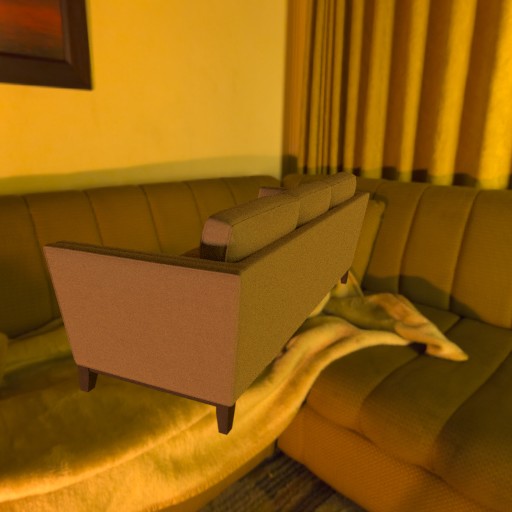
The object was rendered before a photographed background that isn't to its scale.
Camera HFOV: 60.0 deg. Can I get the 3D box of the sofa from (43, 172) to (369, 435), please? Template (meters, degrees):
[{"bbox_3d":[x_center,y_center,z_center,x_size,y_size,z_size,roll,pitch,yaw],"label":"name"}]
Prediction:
[{"bbox_3d":[0.000,0.000,2.851,0.965,0.940,2.388,7,17,23],"label":"sofa"}]
